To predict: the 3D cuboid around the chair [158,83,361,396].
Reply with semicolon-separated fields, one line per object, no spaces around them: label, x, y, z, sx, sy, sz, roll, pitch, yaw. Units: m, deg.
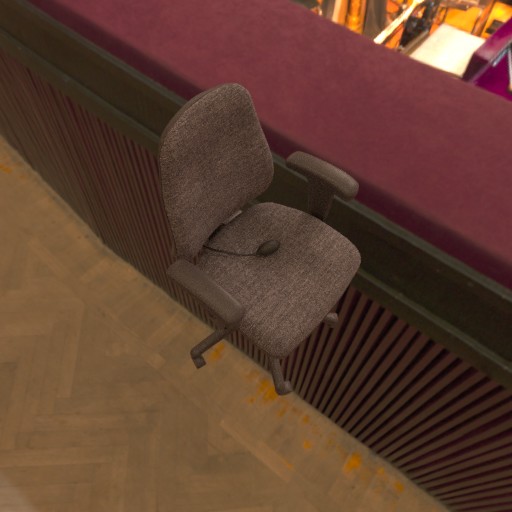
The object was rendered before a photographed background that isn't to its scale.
chair;0.000;0.000;1.256;0.530;0.910;0.550;35;64;20
